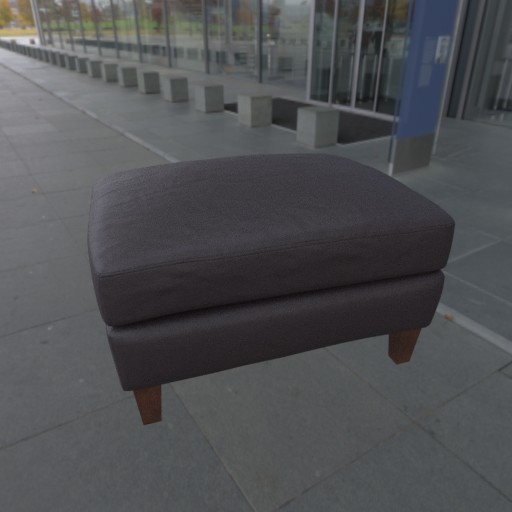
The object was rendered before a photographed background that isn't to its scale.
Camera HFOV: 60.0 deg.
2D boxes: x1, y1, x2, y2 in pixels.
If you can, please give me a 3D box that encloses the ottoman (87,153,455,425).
[{"bbox_3d":[0.000,0.000,1.309,0.887,0.529,0.659,-8,29,-16],"label":"ottoman"}]
